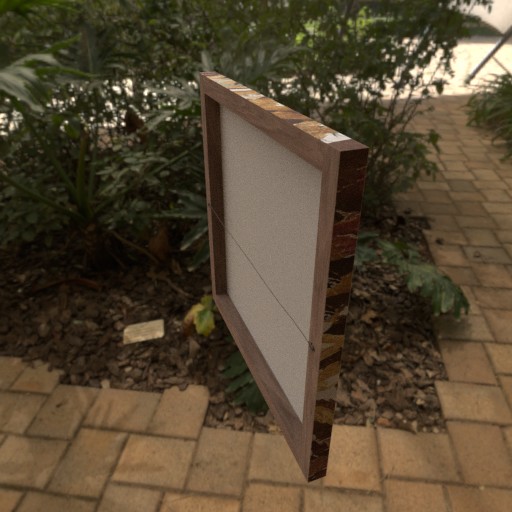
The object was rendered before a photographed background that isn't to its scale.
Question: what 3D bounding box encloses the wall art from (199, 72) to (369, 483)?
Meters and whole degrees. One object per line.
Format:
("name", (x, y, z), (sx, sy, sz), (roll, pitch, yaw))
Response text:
("wall art", (0.000, 0.000, 0.897), (0.041, 0.613, 0.609), (-11, 32, -18))
